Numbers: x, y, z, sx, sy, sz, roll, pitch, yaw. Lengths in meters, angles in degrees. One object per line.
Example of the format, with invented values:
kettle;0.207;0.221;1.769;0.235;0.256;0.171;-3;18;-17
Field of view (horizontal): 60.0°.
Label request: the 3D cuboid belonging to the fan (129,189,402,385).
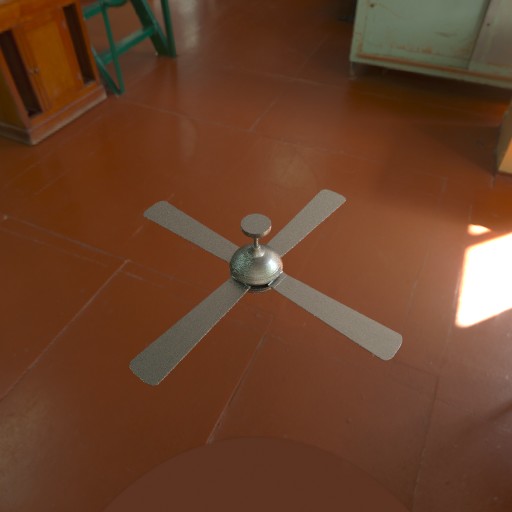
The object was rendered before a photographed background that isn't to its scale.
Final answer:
fan;0.000;0.000;1.942;1.321;0.381;1.321;-23;51;-21
